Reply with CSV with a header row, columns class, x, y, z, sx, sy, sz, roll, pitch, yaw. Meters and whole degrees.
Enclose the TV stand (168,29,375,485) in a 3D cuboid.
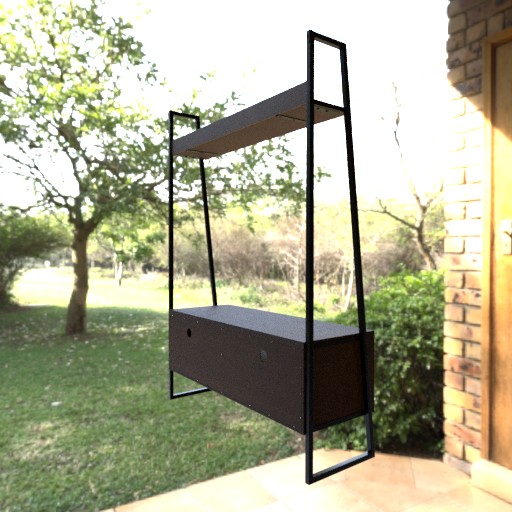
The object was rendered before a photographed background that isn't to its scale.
class,x,y,z,sx,sy,sz,roll,pitch,yaw
TV stand,0.000,0.000,2.341,0.432,1.772,1.250,-1,1,-37
